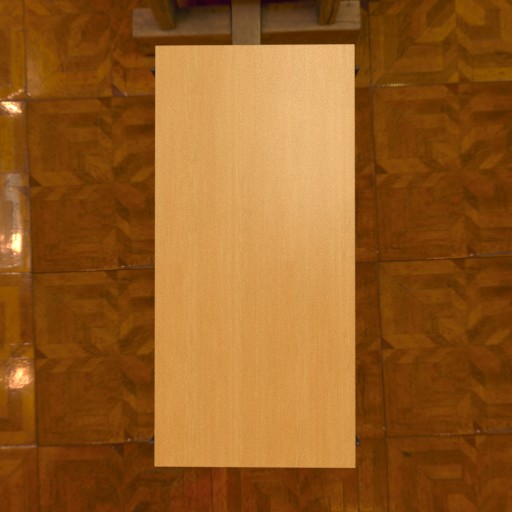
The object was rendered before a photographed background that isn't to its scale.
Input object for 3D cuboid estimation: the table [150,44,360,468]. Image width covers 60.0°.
[{"bbox_3d":[0.000,0.000,2.268,0.900,0.758,1.800,0,89,1],"label":"table"}]
